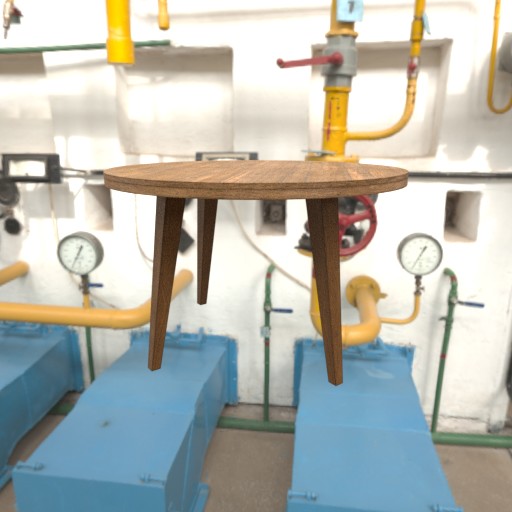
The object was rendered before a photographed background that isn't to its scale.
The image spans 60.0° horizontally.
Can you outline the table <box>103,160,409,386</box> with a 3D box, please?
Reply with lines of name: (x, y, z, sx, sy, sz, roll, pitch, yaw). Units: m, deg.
table: (0.000, 0.000, 1.955, 1.213, 0.764, 1.213, 0, 15, 0)
